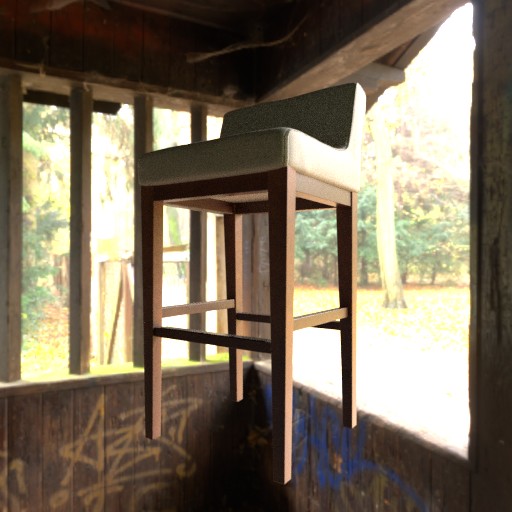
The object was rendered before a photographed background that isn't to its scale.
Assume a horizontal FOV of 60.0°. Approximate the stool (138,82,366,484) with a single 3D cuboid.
[{"bbox_3d":[0.000,0.000,1.312,0.511,1.037,0.500,0,0,35],"label":"stool"}]
